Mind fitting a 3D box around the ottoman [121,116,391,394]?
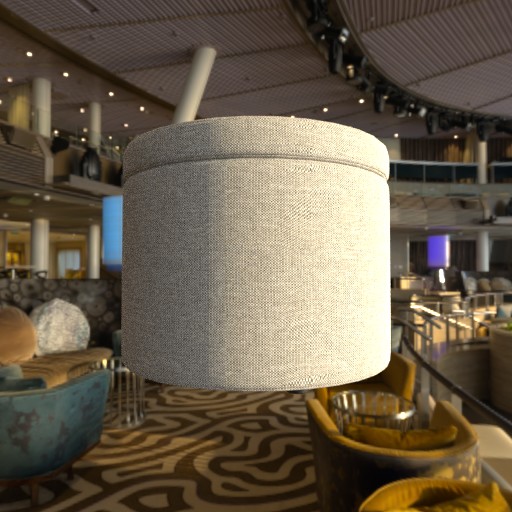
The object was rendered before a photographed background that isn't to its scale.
[{"bbox_3d":[0.000,0.000,0.865,0.500,0.419,0.500,0,-2,0],"label":"ottoman"}]
